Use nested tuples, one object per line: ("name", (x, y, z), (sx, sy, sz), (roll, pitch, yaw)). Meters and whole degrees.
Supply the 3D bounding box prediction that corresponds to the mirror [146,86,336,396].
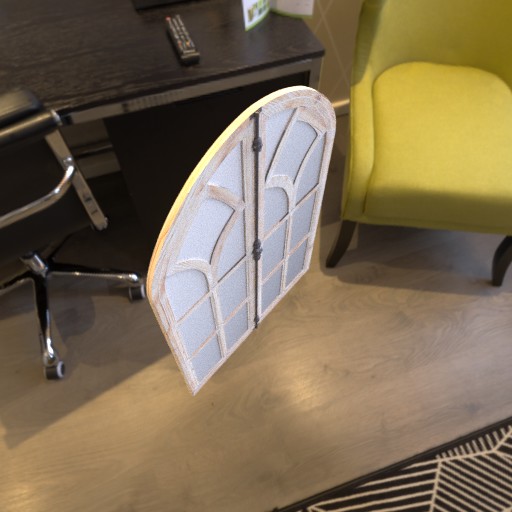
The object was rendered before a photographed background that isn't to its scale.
("mirror", (0.000, 0.000, 1.135), (0.032, 0.915, 0.609), (35, 64, 20))
